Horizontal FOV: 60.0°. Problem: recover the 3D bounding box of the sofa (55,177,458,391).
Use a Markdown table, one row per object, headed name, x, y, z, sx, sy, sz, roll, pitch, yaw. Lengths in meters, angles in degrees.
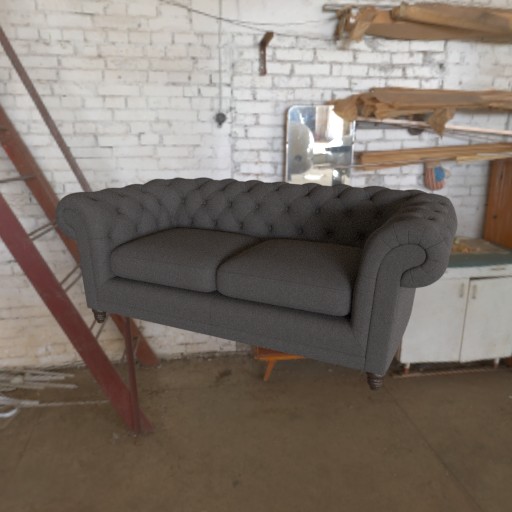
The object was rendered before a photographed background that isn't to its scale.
| name | x | y | z | sx | sy | sz | roll | pitch | yaw |
| --- | --- | --- | --- | --- | --- | --- | --- | --- | --- |
| sofa | 0.000 | 0.000 | 2.475 | 1.998 | 0.764 | 0.986 | 7 | 17 | 25 |
